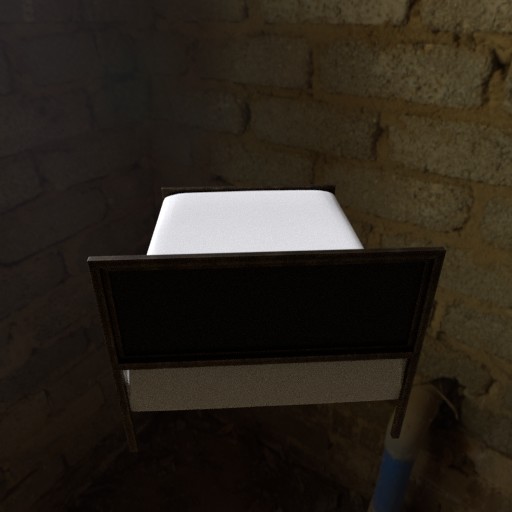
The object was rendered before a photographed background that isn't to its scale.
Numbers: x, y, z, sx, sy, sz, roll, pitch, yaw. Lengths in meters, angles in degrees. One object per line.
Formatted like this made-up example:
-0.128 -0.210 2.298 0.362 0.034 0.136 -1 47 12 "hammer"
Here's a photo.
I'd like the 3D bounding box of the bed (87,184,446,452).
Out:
0.000 0.000 3.262 1.607 1.313 2.221 -2 31 -3 "bed"
